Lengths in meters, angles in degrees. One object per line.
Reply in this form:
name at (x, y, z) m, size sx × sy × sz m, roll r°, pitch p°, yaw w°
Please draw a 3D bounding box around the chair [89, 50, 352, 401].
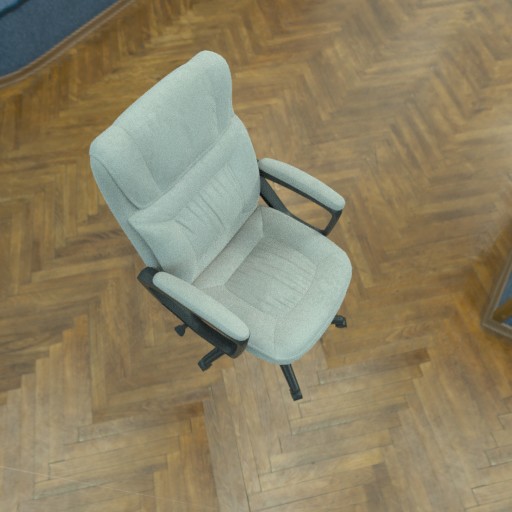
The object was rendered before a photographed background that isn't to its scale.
chair at (0.000, 0.000, 1.531) m, size 0.724 × 1.105 × 0.667 m, roll 31°, pitch 64°, yaw 17°
